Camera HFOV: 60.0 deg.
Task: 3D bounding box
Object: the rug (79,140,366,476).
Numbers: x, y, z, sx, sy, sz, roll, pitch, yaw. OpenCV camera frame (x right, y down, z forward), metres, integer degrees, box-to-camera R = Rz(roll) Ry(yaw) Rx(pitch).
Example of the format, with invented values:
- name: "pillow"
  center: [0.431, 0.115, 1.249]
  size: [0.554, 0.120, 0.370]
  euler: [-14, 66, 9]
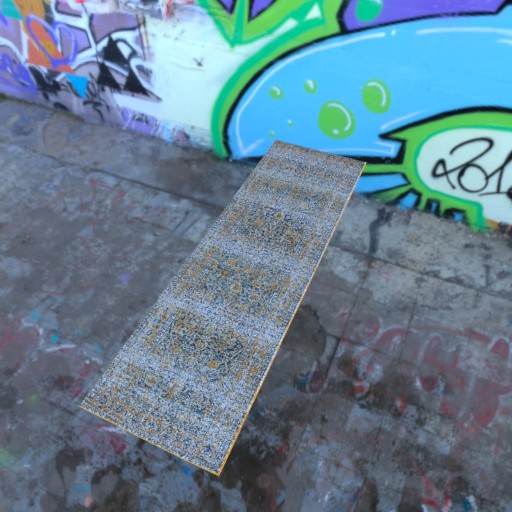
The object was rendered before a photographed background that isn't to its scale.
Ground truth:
- name: "rug"
  center: [0.000, 0.000, 2.577]
  size: [0.704, 0.014, 2.294]
  euler: [19, 51, 16]
